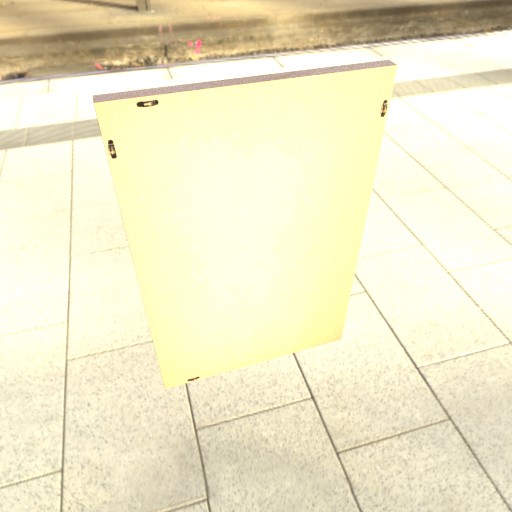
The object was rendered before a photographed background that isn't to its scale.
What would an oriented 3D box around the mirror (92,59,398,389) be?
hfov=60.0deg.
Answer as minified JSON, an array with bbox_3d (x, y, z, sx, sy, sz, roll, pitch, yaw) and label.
[{"bbox_3d":[0.000,0.000,1.161,0.609,0.915,0.040,-13,43,-14],"label":"mirror"}]
